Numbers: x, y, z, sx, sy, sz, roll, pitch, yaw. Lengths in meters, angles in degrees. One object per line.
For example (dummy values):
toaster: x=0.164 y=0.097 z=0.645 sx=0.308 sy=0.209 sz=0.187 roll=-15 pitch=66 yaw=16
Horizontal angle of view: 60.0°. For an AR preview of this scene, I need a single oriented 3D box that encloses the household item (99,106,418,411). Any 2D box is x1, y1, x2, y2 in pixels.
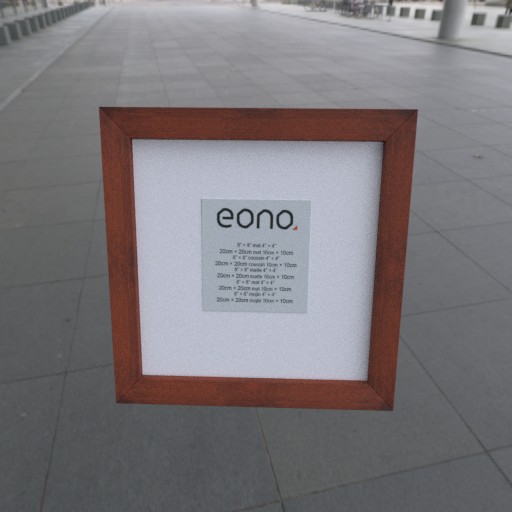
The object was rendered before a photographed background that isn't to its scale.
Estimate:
household item: x=0.000 y=0.000 z=0.381 sx=0.240 sy=0.240 sz=0.131 roll=1 pitch=31 yaw=2
